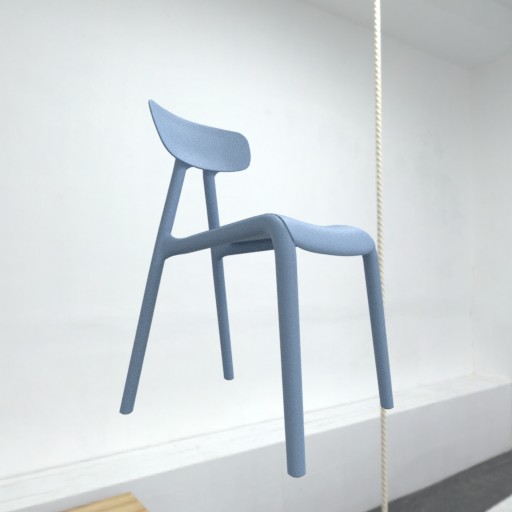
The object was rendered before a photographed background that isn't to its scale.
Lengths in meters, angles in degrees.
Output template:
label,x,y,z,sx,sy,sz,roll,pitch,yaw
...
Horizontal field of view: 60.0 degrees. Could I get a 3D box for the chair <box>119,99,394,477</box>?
label,x,y,z,sx,sy,sz,roll,pitch,yaw
chair,0.000,0.000,0.829,0.401,0.580,0.356,-1,-1,36
